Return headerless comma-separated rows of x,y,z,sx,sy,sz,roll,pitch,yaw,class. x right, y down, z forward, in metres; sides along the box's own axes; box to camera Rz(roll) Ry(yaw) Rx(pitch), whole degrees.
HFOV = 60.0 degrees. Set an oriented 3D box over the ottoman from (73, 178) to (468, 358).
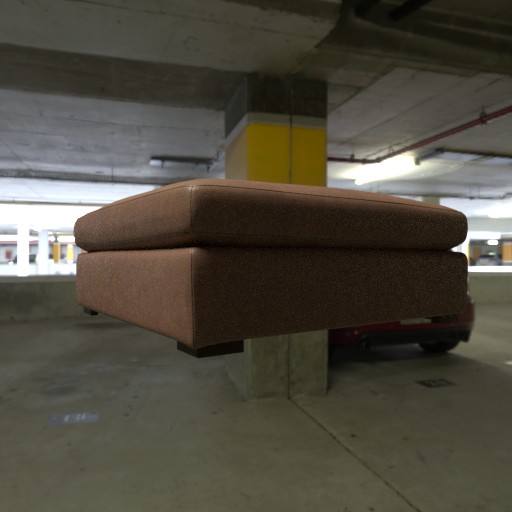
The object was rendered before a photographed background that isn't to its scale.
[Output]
0.000,0.000,1.778,1.168,0.490,1.168,0,0,-35,ottoman
